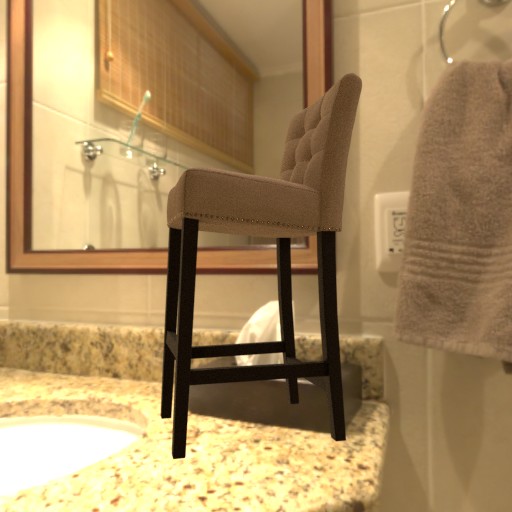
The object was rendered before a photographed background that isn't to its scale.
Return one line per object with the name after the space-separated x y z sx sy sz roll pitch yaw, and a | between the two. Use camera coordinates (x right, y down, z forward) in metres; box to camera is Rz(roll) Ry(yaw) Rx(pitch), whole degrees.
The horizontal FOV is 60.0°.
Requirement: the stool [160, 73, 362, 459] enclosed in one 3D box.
0.000 0.000 1.375 0.548 1.047 0.411 0 -1 -18 | stool
